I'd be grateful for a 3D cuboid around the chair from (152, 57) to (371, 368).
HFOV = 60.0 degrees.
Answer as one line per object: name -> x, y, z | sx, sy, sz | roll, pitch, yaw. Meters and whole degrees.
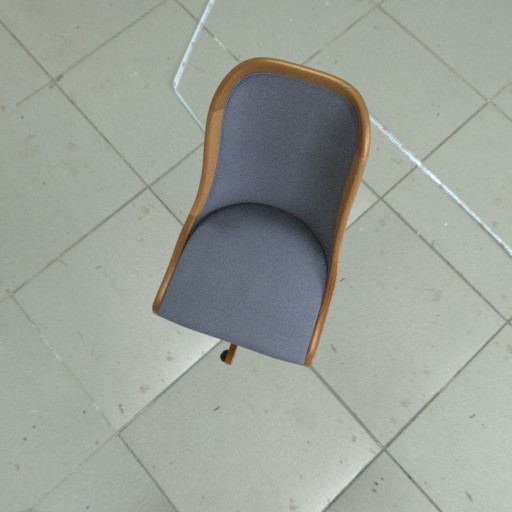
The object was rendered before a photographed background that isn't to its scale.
chair -> 0.000, 0.000, 1.488 | 0.605, 1.031, 0.735 | 18, 76, 5
